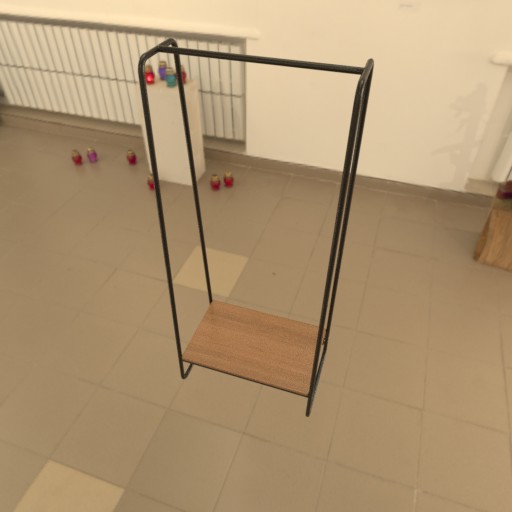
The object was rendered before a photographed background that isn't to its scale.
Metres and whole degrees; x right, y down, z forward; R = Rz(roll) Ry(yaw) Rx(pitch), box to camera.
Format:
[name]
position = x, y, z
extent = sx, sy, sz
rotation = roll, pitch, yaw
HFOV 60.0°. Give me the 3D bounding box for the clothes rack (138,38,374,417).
[clothes rack]
position = 0.000, 0.000, 1.743
extent = 0.640, 1.500, 0.400
rotation = 13, 43, 14
